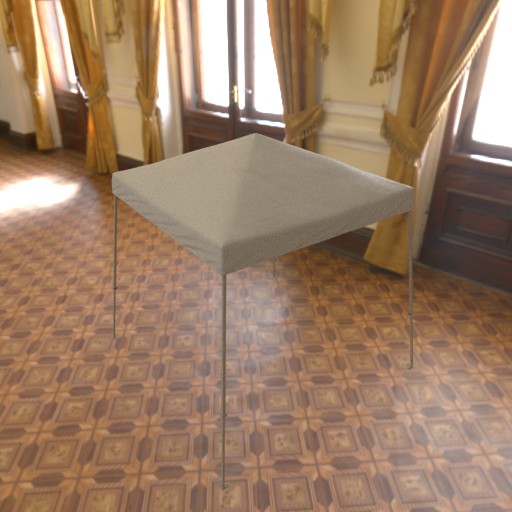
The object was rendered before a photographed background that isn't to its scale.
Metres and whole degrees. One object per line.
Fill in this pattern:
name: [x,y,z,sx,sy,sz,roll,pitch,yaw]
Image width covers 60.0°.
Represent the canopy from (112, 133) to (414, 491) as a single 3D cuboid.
canopy: [0.000,0.000,6.597,3.599,3.600,3.600,-19,33,-32]
